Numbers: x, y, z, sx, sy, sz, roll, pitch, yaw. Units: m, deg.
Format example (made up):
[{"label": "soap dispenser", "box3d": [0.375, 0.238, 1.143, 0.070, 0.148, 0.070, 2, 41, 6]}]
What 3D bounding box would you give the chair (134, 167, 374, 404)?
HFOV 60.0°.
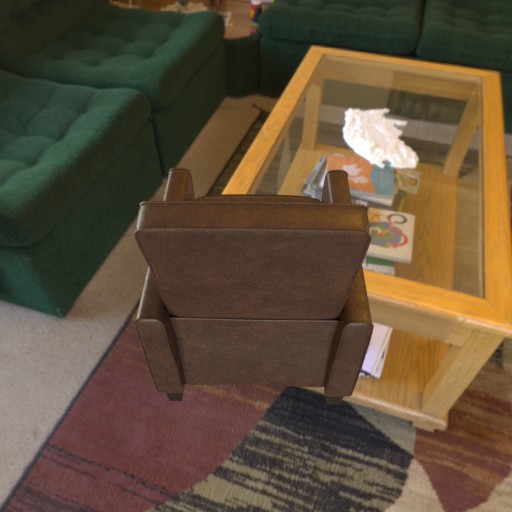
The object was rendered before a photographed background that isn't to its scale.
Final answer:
[{"label": "chair", "box3d": [0.000, 0.000, 1.537, 0.705, 1.013, 0.746, 1, 48, 1]}]
